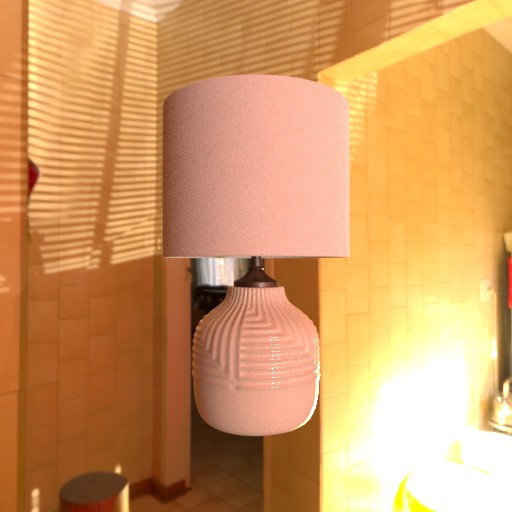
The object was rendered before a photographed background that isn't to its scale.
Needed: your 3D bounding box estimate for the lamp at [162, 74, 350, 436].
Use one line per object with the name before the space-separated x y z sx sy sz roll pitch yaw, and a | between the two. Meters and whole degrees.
lamp | 0.000 0.000 0.768 0.318 0.567 0.318 0 -1 0
